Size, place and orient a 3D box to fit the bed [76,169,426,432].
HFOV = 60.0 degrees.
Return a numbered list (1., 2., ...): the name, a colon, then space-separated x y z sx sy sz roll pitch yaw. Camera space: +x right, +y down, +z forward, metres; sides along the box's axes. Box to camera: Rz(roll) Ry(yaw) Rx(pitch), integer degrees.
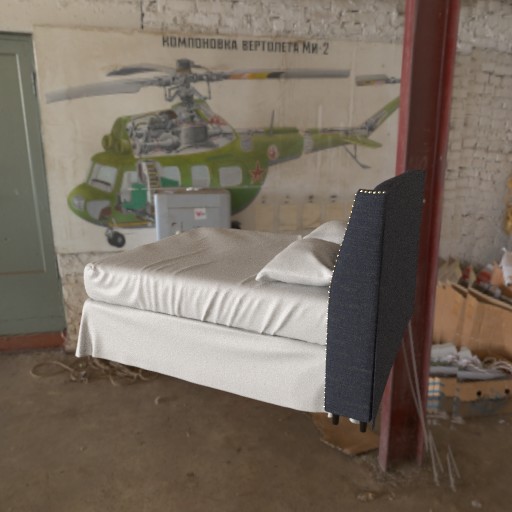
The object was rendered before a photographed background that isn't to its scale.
1. bed: 0.000 0.000 3.502 2.276 1.332 1.925 7 16 25
